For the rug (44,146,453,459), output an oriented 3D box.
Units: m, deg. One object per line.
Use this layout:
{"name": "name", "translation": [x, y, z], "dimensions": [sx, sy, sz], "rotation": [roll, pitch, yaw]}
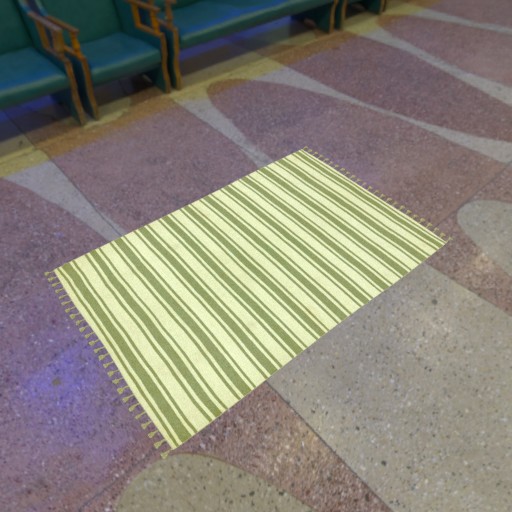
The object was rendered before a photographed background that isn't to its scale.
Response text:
{"name": "rug", "translation": [0.000, 0.000, 3.078], "dimensions": [2.435, 0.018, 1.540], "rotation": [-31, 54, -25]}
